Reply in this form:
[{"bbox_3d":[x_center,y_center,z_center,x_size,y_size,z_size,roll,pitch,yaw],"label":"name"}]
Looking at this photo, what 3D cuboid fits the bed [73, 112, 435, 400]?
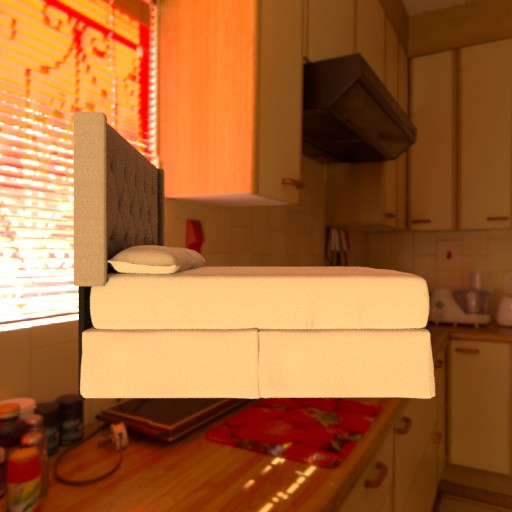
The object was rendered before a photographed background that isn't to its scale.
[{"bbox_3d":[0.000,0.000,3.320,2.066,1.665,1.719,0,0,0],"label":"bed"}]
